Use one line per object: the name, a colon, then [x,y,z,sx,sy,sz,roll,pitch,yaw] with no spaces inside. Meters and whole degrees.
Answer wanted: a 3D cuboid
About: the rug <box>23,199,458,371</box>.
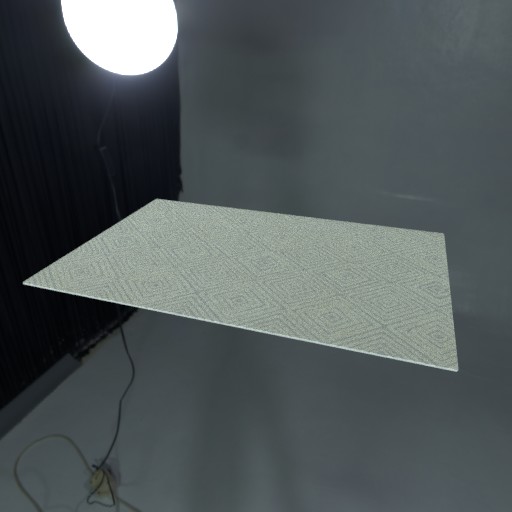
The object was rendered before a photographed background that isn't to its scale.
rug: [0.000,0.000,2.156,1.753,0.008,1.143,9,28,17]
